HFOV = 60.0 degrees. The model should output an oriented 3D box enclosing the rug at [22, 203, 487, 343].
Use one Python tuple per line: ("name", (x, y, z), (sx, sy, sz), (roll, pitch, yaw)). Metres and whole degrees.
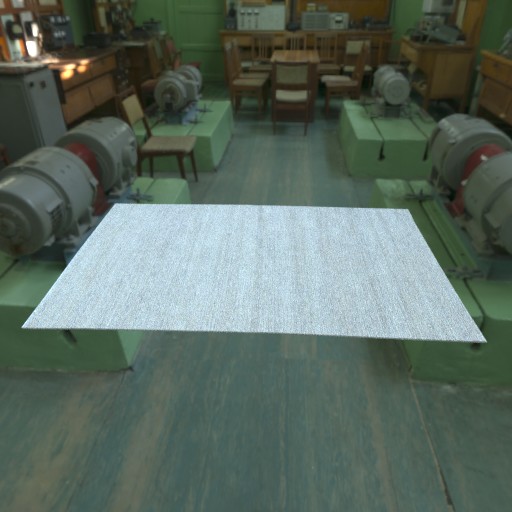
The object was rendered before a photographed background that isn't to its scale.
("rug", (0.000, 0.000, 2.226), (1.820, 0.022, 1.179), (1, 31, 2))
